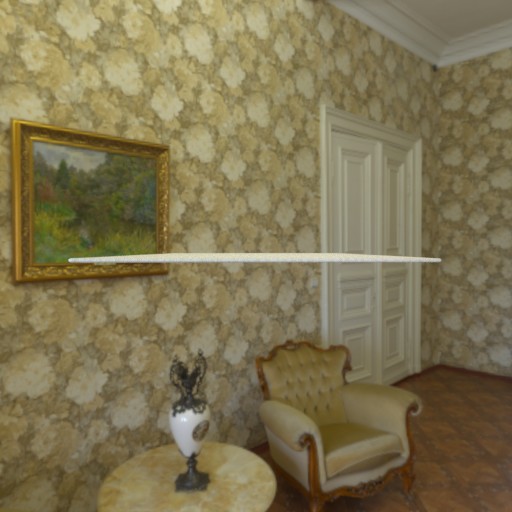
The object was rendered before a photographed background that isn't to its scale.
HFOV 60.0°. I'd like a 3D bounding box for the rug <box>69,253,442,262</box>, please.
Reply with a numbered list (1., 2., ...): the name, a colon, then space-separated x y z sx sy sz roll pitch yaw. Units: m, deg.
1. rug: 0.000 0.000 2.368 1.238 0.014 1.848 0 1 0
